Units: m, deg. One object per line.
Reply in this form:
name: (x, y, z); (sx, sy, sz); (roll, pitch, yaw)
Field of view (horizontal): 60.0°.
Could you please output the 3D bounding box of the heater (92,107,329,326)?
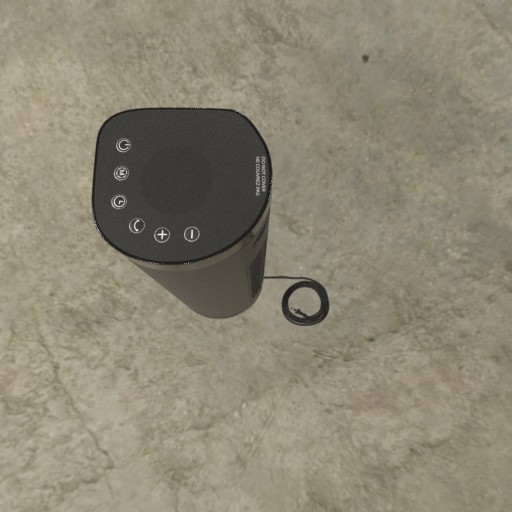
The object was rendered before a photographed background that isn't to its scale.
heater: (0.000, 0.000, 0.687); (0.312, 0.552, 0.174); (0, 77, 0)
